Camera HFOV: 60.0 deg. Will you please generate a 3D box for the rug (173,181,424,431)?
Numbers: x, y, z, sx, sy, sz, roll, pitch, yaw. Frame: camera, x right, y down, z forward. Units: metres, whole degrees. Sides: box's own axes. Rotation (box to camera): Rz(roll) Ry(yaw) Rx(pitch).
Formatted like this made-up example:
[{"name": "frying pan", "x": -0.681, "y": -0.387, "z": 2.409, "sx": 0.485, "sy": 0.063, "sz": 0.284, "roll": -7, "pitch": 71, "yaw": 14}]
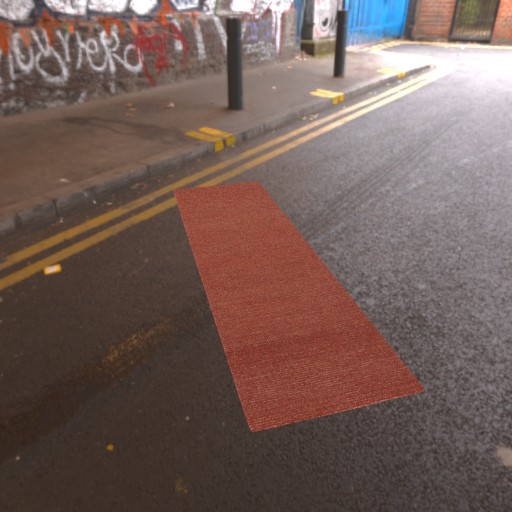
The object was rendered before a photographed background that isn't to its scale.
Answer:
[{"name": "rug", "x": 0.000, "y": 0.000, "z": 2.558, "sx": 0.687, "sy": 0.012, "sz": 2.307, "roll": -8, "pitch": 31, "yaw": -14}]
